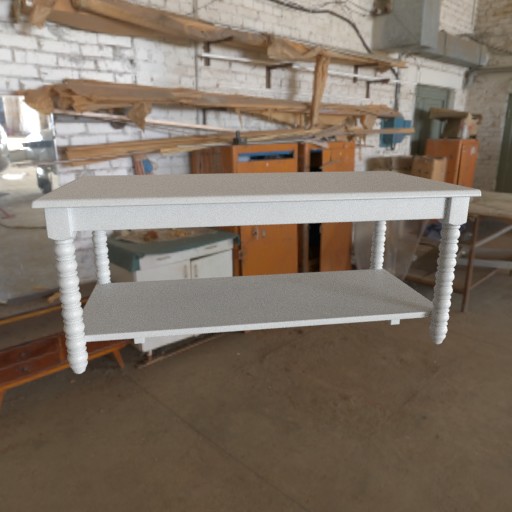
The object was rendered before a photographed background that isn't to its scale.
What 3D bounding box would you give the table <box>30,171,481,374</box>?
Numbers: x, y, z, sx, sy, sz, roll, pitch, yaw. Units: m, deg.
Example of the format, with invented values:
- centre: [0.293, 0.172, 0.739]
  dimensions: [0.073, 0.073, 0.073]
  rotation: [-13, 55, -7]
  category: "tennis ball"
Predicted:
- centre: [0.000, 0.000, 1.465]
  dimensions: [1.171, 0.487, 0.580]
  rotation: [-3, 16, -9]
  category: "table"
